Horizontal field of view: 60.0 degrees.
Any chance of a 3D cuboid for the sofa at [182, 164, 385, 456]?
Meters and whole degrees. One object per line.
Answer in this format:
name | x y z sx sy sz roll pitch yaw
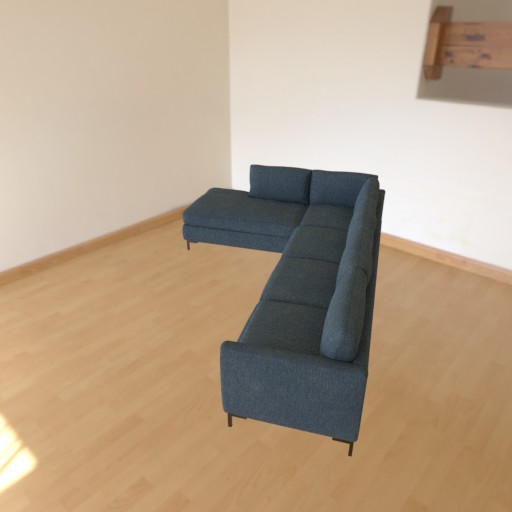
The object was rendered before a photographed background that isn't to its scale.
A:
sofa | 0.000 0.000 3.776 2.007 0.815 2.949 8 29 14
